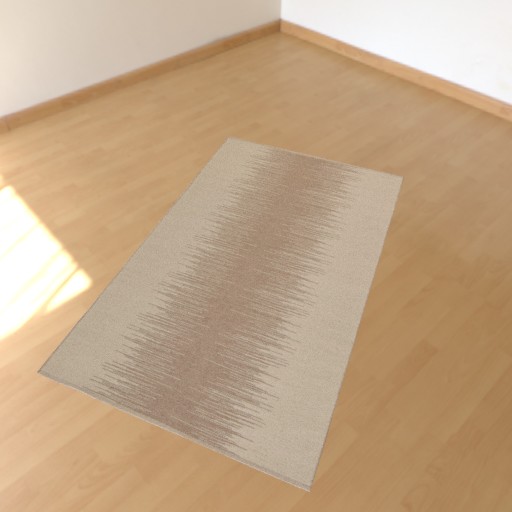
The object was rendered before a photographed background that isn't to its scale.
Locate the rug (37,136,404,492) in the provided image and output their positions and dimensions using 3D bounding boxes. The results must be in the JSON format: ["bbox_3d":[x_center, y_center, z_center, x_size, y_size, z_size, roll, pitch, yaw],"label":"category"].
[{"bbox_3d":[0.000,0.000,2.916,1.522,0.012,2.440,17,50,15],"label":"rug"}]
